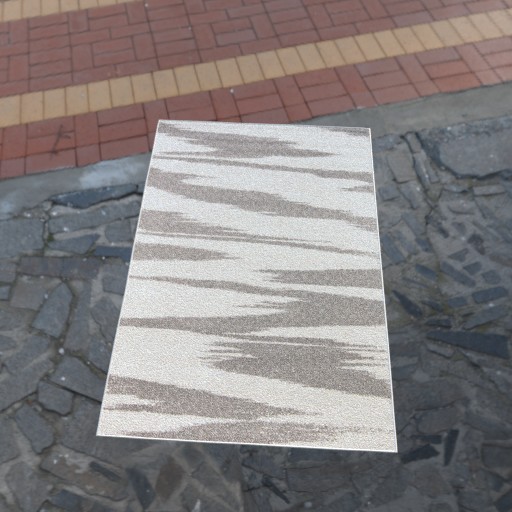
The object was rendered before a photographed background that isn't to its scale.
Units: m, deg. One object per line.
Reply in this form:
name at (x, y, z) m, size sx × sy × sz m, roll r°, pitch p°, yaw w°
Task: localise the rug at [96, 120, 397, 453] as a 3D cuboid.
rug at (0.000, 0.000, 2.718) m, size 1.533 × 0.010 × 2.142 m, roll 3°, pitch 63°, yaw 1°
